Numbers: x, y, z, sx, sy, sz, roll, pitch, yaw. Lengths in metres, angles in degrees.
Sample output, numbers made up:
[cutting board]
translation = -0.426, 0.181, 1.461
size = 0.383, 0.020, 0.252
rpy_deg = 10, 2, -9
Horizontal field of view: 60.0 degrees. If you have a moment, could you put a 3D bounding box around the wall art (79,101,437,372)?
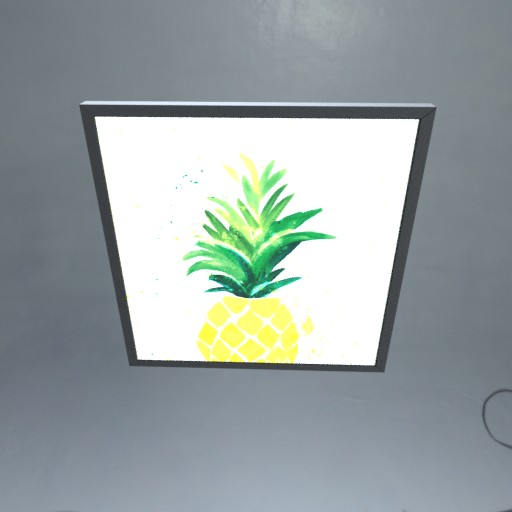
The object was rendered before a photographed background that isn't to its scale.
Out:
[wall art]
translation = 0.000, 0.000, 1.150
size = 0.762, 0.760, 0.037
rpy_deg = 1, 30, 2
